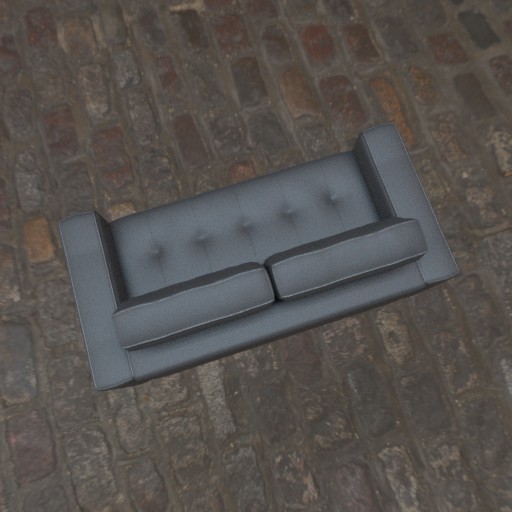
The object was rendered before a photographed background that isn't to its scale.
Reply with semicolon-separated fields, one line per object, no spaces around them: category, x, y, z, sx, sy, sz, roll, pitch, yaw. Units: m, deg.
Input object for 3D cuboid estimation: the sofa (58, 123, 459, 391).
sofa;0.000;0.000;2.213;1.726;0.893;0.833;-17;77;-4
